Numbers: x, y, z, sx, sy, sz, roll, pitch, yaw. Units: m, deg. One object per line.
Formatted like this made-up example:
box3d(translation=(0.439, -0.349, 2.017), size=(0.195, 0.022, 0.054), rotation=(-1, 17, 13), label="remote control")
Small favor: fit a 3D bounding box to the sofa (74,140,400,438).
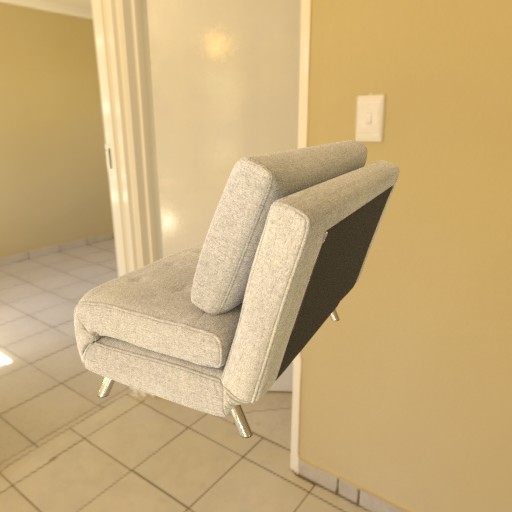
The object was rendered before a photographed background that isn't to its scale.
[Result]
box3d(translation=(0.000, 0.000, 1.859), size=(0.910, 0.910, 1.220), rotation=(9, 19, 26), label="sofa")
